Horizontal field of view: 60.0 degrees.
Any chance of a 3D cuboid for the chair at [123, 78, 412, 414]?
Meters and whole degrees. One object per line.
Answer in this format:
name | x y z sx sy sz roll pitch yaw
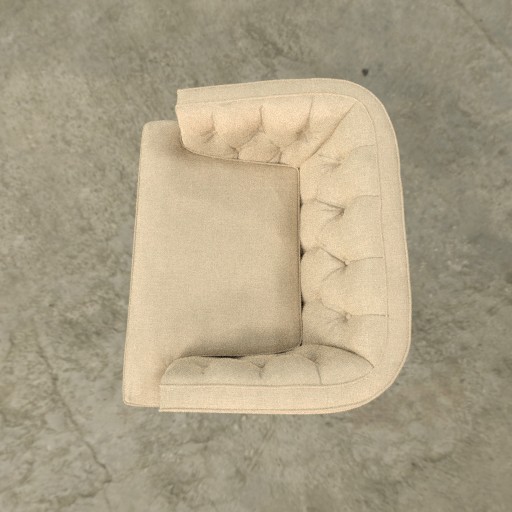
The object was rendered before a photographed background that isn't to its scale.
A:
chair | 0.000 0.000 1.698 0.914 0.787 1.118 0 75 0
